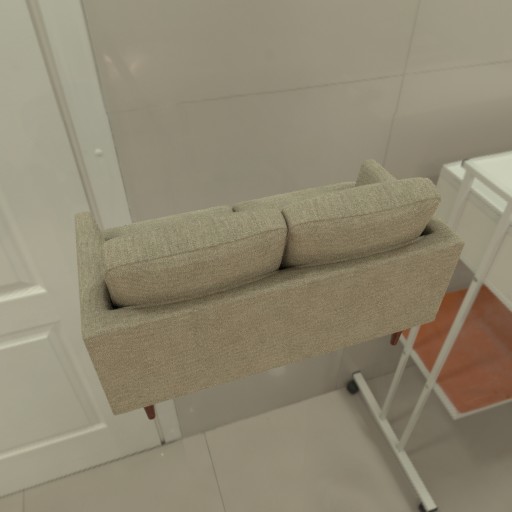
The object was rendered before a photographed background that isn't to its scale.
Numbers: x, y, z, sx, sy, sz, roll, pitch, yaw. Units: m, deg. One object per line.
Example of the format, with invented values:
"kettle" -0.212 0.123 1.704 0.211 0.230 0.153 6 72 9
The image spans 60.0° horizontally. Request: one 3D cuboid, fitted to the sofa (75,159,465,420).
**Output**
"sofa" 0.000 0.000 2.121 1.582 0.944 0.903 -13 43 -14
